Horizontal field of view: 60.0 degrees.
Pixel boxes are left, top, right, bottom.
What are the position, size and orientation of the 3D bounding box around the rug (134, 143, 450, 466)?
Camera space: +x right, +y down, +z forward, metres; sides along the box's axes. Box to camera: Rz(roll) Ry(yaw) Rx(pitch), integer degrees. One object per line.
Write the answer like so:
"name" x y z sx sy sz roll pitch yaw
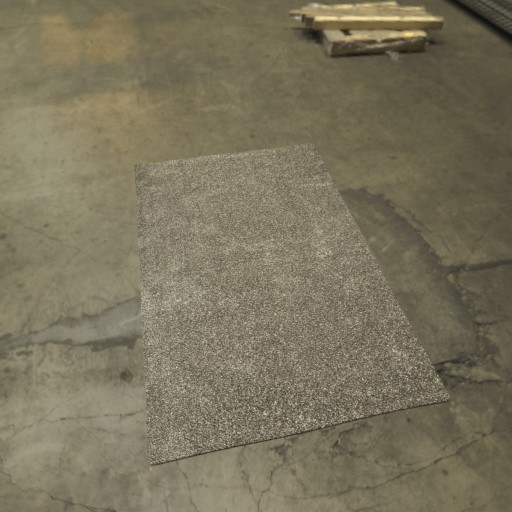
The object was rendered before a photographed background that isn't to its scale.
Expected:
"rug" 0.000 0.000 2.900 1.502 0.025 2.350 -9 48 -8
